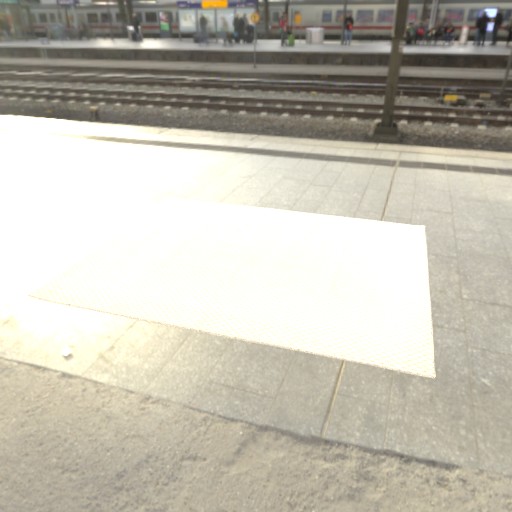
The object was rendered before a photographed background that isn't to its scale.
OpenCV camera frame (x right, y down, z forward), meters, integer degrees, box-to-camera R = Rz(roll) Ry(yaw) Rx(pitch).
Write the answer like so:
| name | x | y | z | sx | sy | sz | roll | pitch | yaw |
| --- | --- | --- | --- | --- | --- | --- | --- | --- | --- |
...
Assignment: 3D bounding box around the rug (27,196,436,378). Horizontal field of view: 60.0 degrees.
| name | x | y | z | sx | sy | sz | roll | pitch | yaw |
| --- | --- | --- | --- | --- | --- | --- | --- | --- | --- |
| rug | 0.000 | 0.000 | 3.907 | 2.897 | 0.035 | 2.277 | 8 | 29 | 15 |
